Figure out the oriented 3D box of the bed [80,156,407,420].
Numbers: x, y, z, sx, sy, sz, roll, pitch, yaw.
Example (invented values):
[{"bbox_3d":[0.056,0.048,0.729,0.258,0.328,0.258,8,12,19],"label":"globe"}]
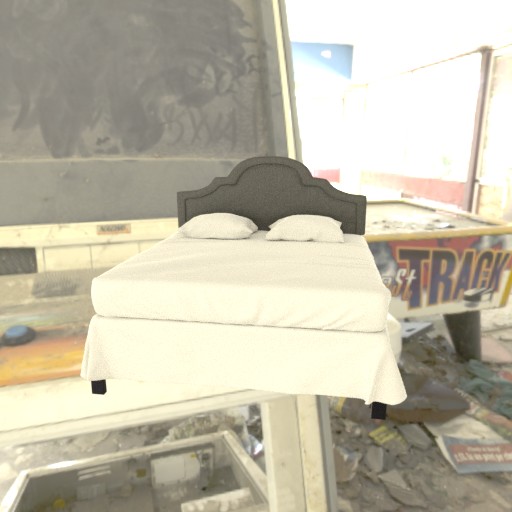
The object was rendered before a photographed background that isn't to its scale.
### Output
[{"bbox_3d":[0.000,0.000,3.780,2.303,1.631,2.222,2,14,9],"label":"bed"}]
